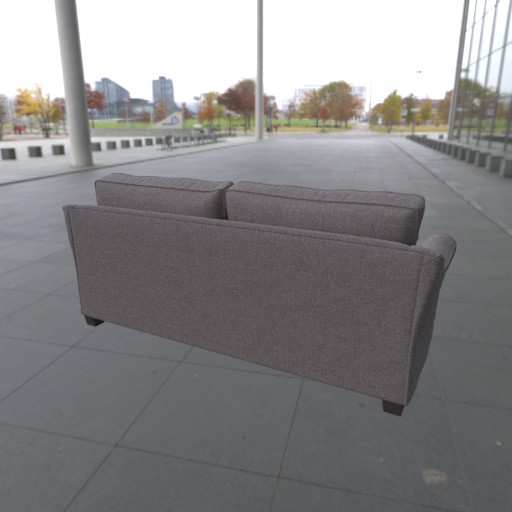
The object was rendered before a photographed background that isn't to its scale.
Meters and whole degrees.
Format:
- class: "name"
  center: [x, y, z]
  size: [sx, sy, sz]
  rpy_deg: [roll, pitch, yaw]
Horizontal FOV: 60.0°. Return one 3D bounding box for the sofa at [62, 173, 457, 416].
- class: "sofa"
  center: [0.000, 0.000, 2.729]
  size: [2.203, 0.976, 1.013]
  rpy_deg: [9, 19, 27]
